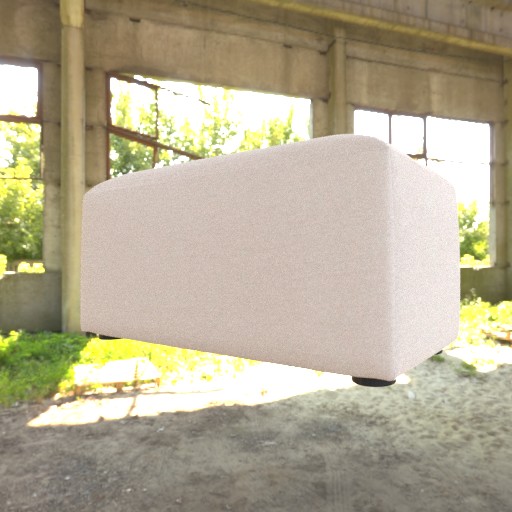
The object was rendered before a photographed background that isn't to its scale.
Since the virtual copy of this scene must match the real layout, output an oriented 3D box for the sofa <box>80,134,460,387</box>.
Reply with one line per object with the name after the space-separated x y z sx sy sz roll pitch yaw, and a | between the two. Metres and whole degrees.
0.000 0.000 1.189 0.930 0.470 0.480 0 -1 37 | sofa
